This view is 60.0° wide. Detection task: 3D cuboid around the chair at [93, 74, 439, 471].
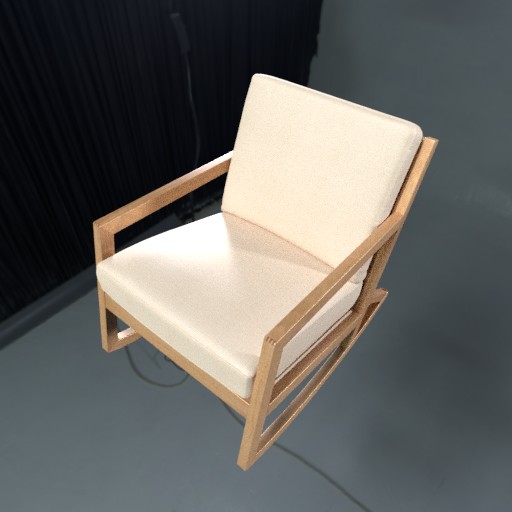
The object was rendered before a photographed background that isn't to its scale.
[{"bbox_3d":[0.000,0.000,1.365,0.622,0.790,0.857,30,52,27],"label":"chair"}]
